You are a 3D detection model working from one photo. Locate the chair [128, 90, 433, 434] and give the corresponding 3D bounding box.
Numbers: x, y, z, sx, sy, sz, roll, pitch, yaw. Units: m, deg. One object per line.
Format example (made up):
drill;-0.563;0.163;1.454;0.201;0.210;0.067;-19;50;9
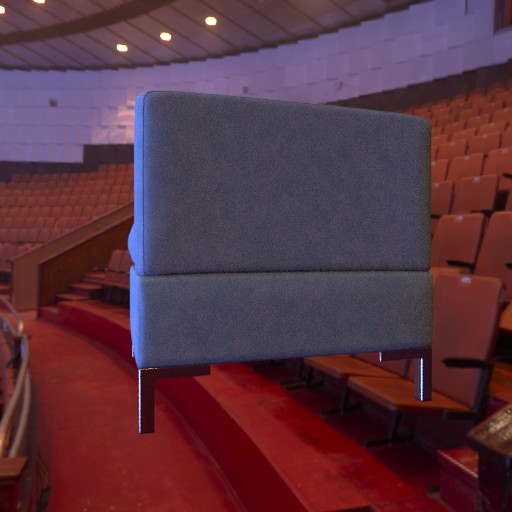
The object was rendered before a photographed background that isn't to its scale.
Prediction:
chair;0.000;0.000;1.237;0.684;0.660;0.685;0;1;-17
